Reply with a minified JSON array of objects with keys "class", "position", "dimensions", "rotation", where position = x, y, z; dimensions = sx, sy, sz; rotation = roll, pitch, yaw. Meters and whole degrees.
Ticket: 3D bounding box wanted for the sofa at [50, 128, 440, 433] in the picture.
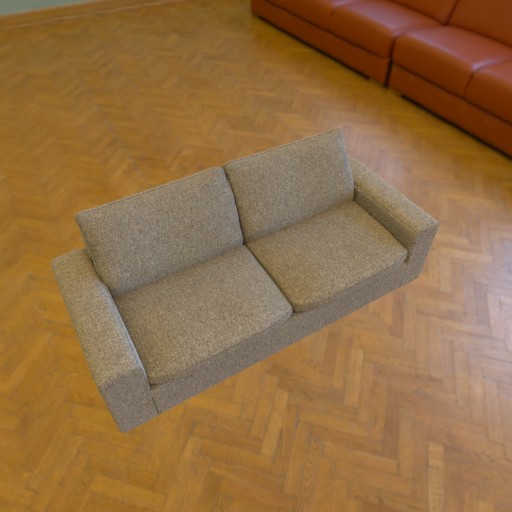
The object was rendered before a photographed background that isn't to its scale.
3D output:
[{"class":"sofa","position":[0.000,0.000,2.854],"dimensions":[2.299,0.922,1.040],"rotation":[-23,50,-21]}]
